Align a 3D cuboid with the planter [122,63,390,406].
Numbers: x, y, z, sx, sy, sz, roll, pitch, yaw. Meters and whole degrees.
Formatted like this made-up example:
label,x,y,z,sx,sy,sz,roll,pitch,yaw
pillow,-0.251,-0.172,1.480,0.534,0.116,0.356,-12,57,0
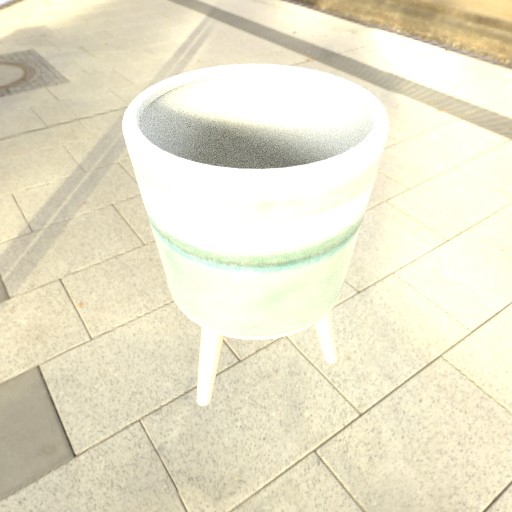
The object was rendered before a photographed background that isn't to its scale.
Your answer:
label,x,y,z,sx,sy,sz,roll,pitch,yaw
planter,0.000,0.000,0.581,0.265,0.404,0.265,-27,49,-27
